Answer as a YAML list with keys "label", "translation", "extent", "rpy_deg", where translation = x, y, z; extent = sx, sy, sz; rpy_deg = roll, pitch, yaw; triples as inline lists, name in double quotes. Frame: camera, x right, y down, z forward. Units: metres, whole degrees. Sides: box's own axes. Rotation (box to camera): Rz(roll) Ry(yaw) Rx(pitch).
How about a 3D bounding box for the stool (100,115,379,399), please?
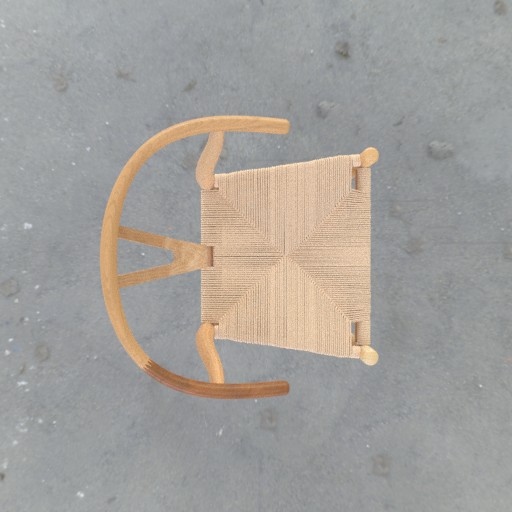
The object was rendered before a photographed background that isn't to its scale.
- label: "stool"
  translation: [0.000, 0.000, 1.244]
  extent: [0.575, 0.923, 0.536]
  rpy_deg: [0, 90, -1]
